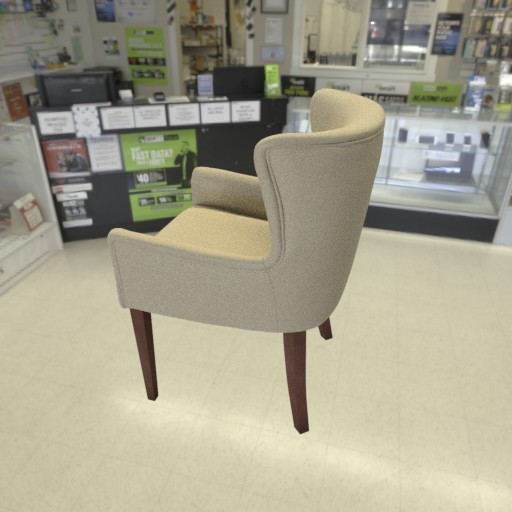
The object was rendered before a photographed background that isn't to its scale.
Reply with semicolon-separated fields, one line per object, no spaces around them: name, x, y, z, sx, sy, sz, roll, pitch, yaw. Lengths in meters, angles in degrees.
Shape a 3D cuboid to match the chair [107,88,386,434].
chair;0.000;0.000;1.430;0.686;0.952;0.660;9;31;15
